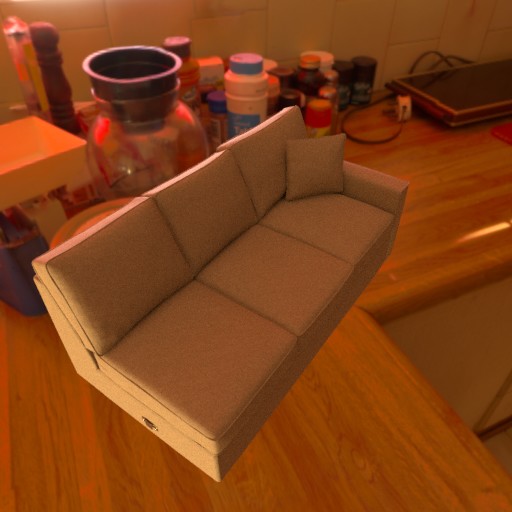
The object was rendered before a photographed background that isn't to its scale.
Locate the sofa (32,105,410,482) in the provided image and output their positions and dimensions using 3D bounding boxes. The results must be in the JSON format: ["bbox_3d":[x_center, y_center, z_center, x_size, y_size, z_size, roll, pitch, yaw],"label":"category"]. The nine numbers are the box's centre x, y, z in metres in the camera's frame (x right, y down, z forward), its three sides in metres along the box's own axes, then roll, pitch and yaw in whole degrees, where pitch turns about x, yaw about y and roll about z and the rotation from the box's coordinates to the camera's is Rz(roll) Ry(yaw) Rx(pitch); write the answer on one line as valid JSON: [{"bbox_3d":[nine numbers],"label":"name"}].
[{"bbox_3d":[0.000,0.000,2.485,1.034,0.946,1.963,25,47,26],"label":"sofa"}]
